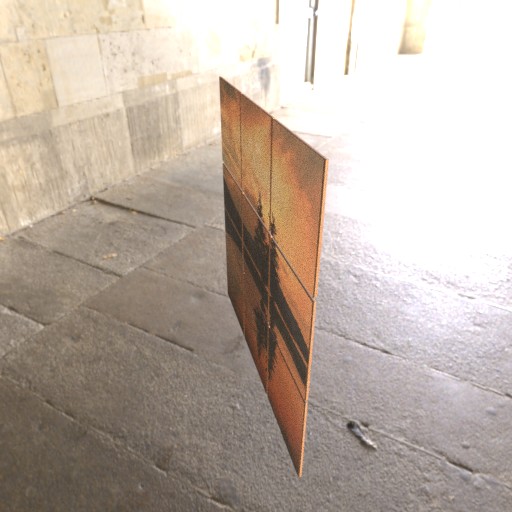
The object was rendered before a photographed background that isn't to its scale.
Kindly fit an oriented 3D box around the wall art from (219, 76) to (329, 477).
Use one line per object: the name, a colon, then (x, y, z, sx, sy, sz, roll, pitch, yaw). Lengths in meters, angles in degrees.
wall art: (0.000, 0.000, 1.841, 0.013, 1.218, 1.216, -8, 32, -13)
